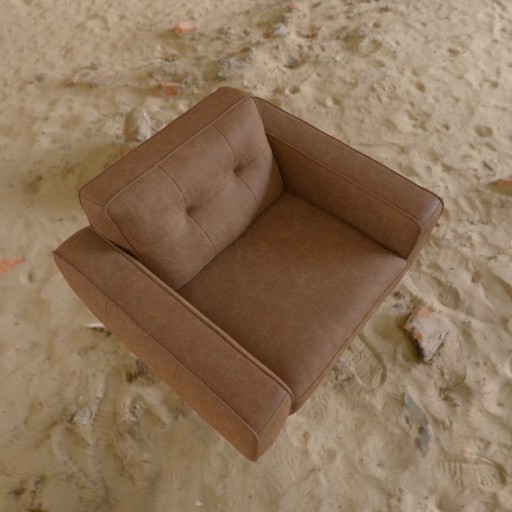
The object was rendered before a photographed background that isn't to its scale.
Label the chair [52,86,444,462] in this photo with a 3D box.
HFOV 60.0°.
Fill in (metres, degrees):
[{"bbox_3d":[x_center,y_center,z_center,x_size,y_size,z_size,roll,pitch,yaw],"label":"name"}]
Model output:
[{"bbox_3d":[0.000,0.000,1.713,0.952,0.782,1.118,36,64,20],"label":"chair"}]
